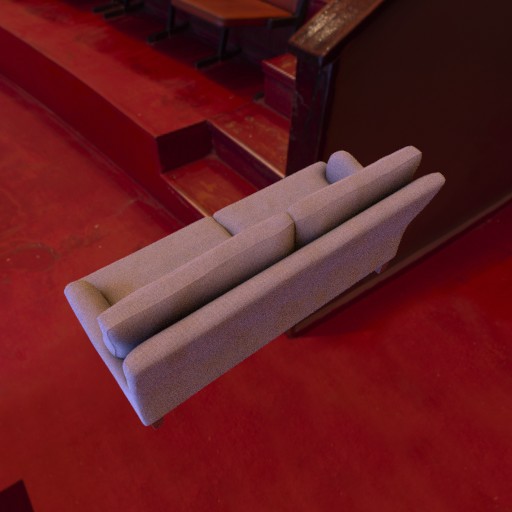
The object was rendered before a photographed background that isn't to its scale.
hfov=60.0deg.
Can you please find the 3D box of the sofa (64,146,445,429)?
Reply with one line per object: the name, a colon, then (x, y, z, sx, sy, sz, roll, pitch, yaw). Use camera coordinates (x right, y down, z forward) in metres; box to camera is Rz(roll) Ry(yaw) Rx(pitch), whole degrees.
sofa: (0.000, 0.000, 2.830, 2.193, 1.096, 1.069, -30, 53, -25)
